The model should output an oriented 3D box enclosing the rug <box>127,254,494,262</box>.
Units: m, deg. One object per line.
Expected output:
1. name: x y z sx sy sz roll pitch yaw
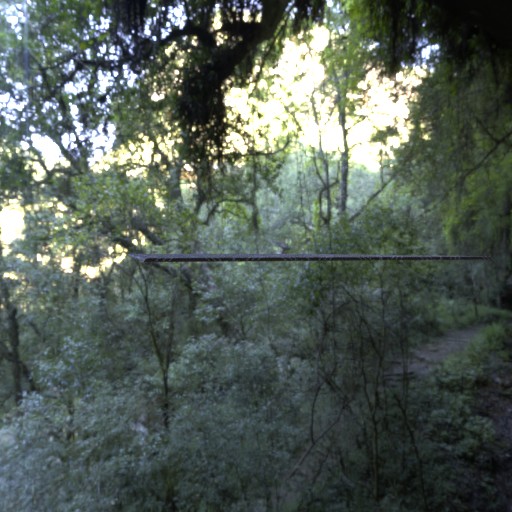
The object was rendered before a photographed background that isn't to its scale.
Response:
1. rug: 0.000 0.000 2.297 1.239 0.012 1.836 0 1 -18
